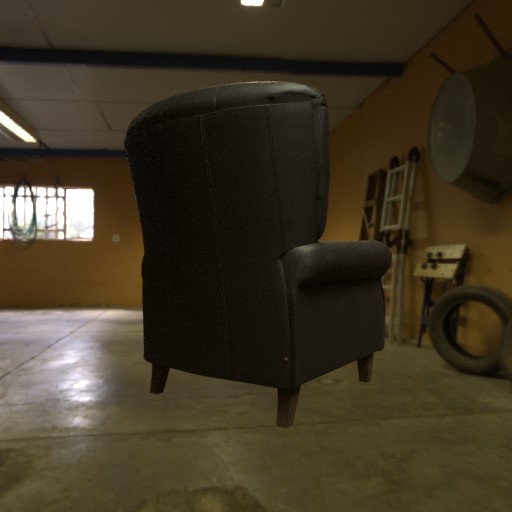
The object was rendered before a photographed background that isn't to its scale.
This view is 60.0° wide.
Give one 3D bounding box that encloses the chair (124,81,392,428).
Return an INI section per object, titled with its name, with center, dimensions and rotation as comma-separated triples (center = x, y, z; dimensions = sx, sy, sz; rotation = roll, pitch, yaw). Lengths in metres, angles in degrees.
[chair]
center = 0.000, 0.000, 1.927
dimensions = 0.948, 1.158, 1.058
rotation = -1, -1, 36
